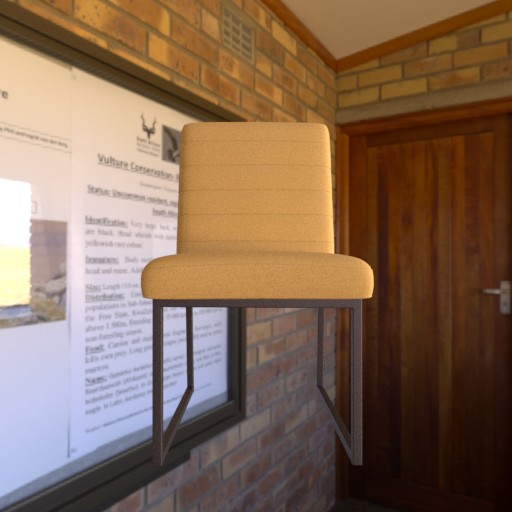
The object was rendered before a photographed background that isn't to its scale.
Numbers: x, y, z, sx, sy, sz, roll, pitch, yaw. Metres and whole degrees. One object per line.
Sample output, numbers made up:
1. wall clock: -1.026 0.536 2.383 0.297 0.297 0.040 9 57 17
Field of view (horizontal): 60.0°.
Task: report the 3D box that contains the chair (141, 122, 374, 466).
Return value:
1. chair: 0.000 0.000 1.278 0.520 0.930 0.634 0 0 -1
